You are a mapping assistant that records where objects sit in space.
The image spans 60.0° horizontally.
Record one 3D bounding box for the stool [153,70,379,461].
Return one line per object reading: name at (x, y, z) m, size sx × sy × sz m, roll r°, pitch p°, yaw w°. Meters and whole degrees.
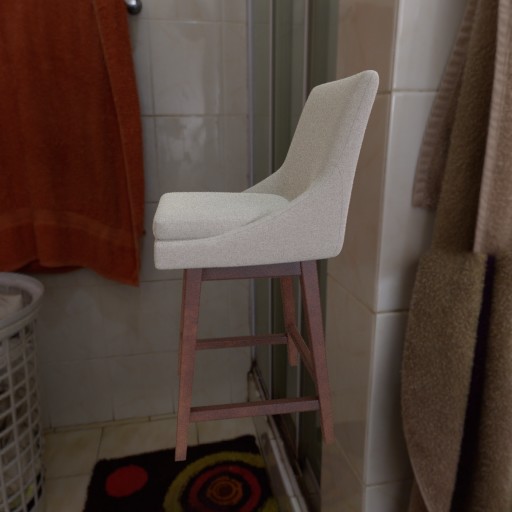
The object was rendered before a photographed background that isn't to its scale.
stool at (0.000, 0.000, 1.313) m, size 0.559 × 0.991 × 0.469 m, roll -2°, pitch 16°, yaw -9°
